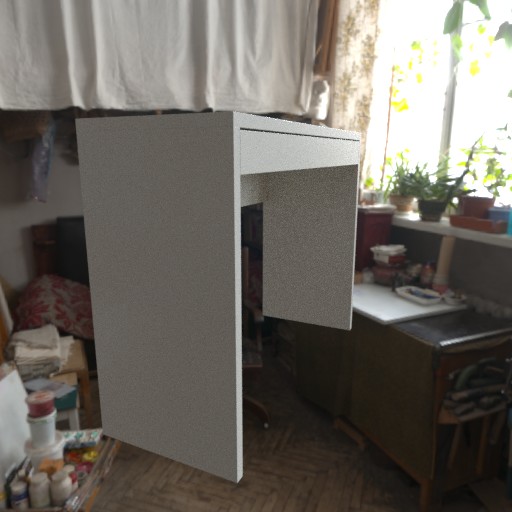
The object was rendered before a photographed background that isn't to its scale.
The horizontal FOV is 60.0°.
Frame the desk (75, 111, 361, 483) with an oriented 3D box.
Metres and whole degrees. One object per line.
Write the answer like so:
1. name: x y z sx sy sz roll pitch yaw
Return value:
1. desk: 0.000 0.000 1.421 0.400 0.790 1.000 6 14 25
